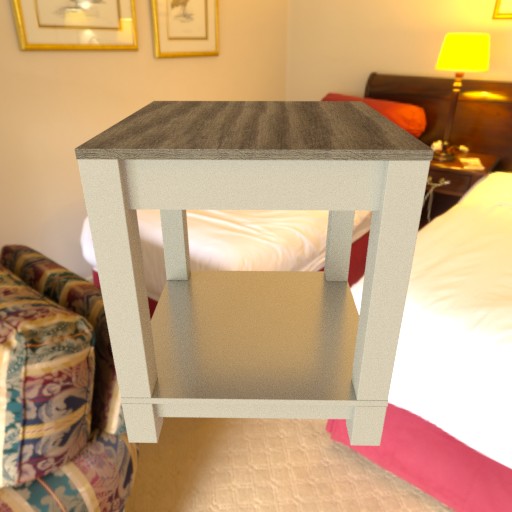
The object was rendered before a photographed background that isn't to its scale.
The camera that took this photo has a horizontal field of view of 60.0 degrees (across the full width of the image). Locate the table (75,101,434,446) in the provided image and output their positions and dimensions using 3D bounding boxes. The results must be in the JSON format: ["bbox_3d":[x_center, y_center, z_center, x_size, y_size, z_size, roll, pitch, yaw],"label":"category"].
[{"bbox_3d":[0.000,0.000,0.979,0.504,0.587,0.506,0,27,1],"label":"table"}]
